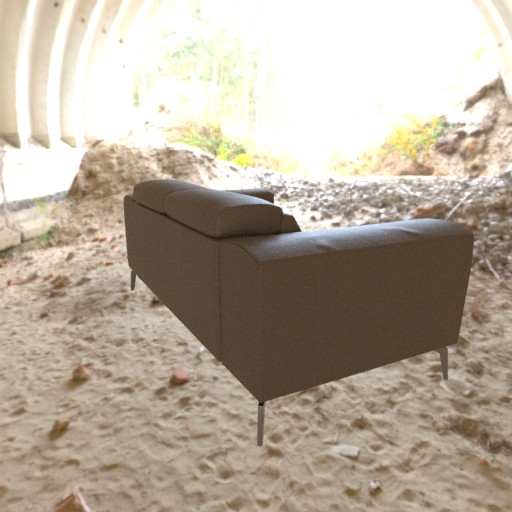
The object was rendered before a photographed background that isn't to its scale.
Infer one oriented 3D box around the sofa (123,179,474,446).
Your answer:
[{"bbox_3d":[0.000,0.000,2.380,1.003,0.779,1.895,-7,16,-27],"label":"sofa"}]
